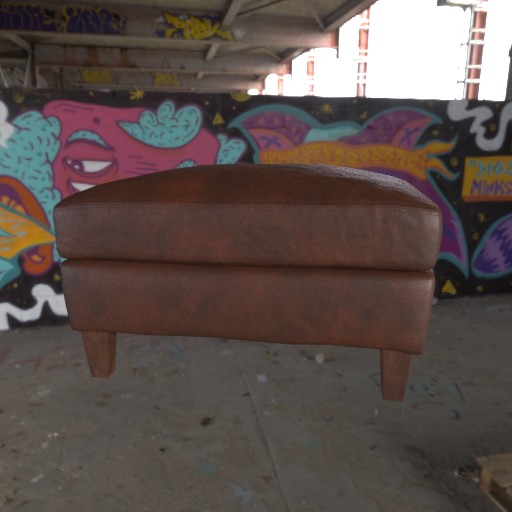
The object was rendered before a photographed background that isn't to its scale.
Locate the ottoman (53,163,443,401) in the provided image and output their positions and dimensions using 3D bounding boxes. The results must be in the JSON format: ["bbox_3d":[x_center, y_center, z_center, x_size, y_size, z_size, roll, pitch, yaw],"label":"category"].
[{"bbox_3d":[0.000,0.000,1.278,0.887,0.527,0.659,2,13,8],"label":"ottoman"}]
